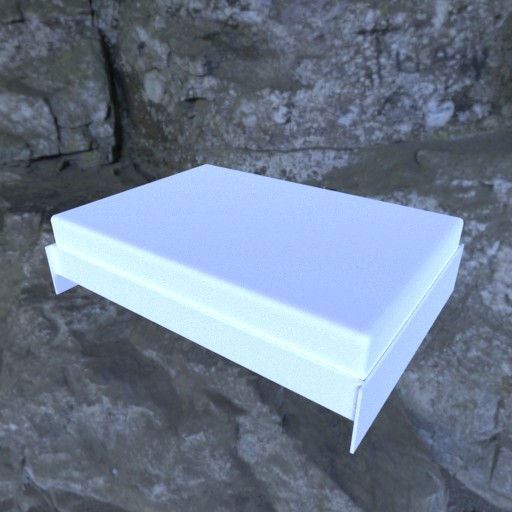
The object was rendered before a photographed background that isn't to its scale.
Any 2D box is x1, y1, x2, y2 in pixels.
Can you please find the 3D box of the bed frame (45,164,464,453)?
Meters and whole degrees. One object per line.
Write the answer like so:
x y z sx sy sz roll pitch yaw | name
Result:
0.000 0.000 2.592 1.945 0.497 1.445 18 32 31 | bed frame
